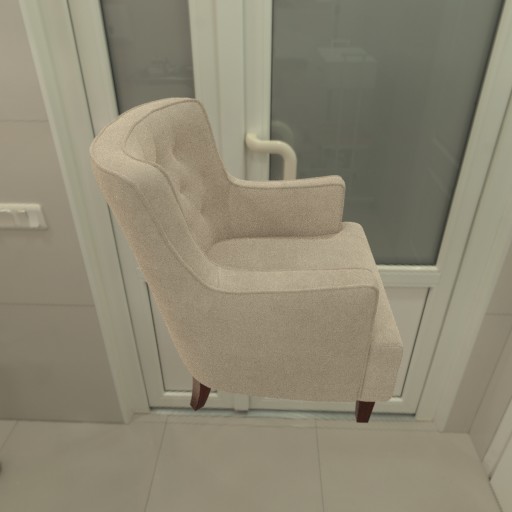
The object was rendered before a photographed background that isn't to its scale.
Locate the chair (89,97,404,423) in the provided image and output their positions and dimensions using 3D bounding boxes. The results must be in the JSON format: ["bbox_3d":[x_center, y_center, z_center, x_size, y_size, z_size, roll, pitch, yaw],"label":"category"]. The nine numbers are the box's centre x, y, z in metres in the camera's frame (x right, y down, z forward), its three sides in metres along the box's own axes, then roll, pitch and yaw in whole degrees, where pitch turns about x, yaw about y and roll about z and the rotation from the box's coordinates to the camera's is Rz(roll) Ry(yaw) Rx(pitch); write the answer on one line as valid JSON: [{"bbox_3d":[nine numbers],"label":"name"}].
[{"bbox_3d":[0.000,0.000,1.554,0.910,0.920,0.781,1,33,2],"label":"chair"}]
